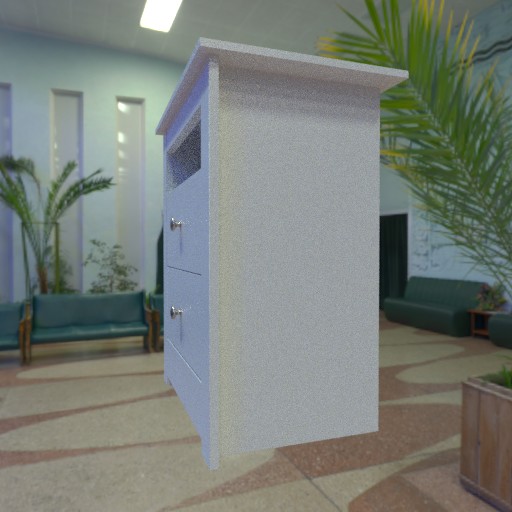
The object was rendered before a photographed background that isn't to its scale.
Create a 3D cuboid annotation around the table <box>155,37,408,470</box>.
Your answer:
[{"bbox_3d":[0.000,0.000,1.059,0.406,0.711,0.589,0,1,-20],"label":"table"}]
